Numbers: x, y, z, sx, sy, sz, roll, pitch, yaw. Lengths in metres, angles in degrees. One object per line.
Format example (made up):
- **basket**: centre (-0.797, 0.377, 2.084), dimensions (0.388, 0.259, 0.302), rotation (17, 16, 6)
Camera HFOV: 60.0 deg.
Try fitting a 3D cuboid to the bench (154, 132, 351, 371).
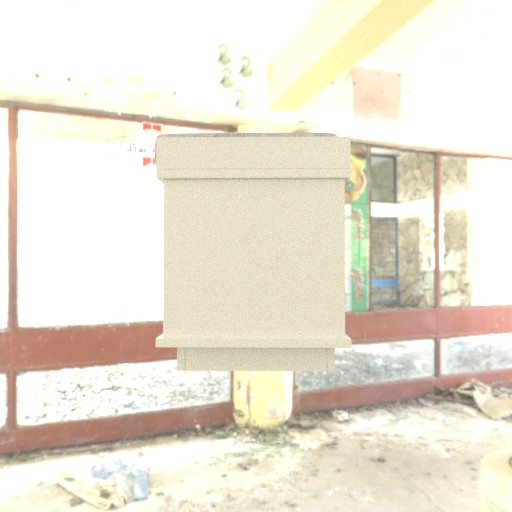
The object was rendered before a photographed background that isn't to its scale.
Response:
- **bench**: centre (0.000, 0.000, 1.395), dimensions (0.363, 0.453, 1.196), rotation (0, -1, 1)
